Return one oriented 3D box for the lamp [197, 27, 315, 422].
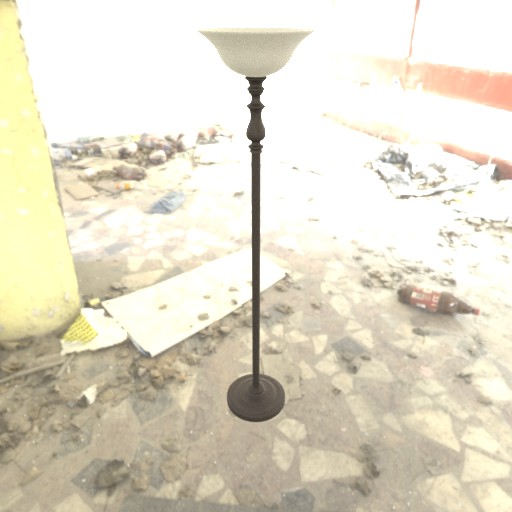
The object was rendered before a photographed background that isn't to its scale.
[{"bbox_3d":[0.000,0.000,1.971,0.405,1.797,0.405,-2,29,-3],"label":"lamp"}]
